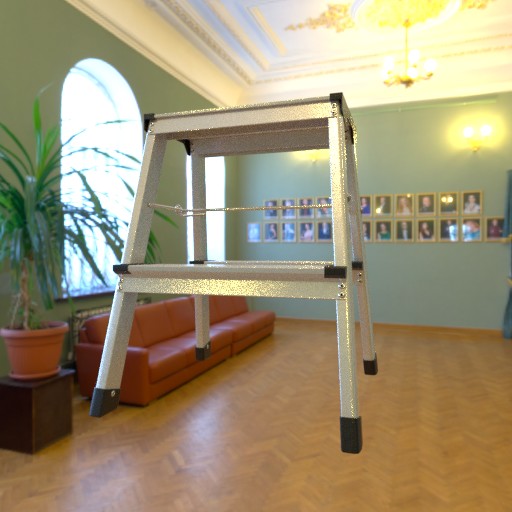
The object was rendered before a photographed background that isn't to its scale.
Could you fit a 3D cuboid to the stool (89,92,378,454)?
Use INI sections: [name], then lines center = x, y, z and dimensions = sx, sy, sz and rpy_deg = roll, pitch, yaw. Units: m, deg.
[stool]
center = 0.000, 0.000, 0.793
dimensions = 0.404, 0.480, 0.405
rpy_deg = 0, 1, 18
